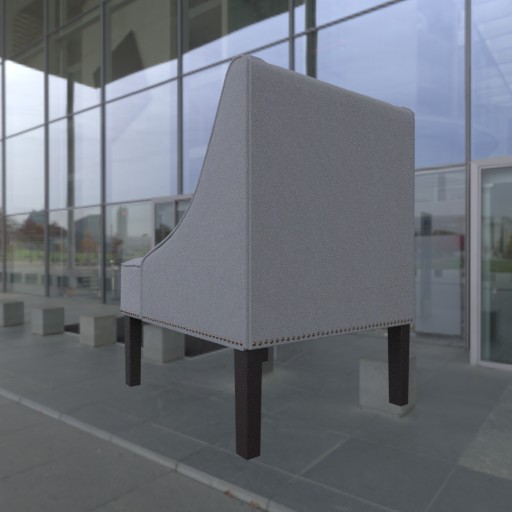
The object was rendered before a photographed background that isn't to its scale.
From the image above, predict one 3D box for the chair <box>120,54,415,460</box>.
[{"bbox_3d":[0.000,0.000,1.403,0.631,0.867,0.747,0,0,-37],"label":"chair"}]
